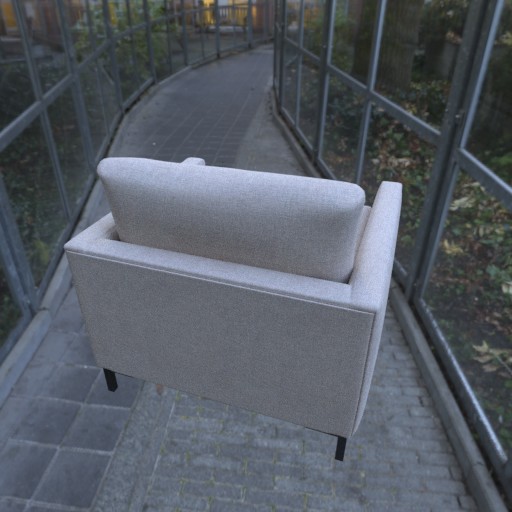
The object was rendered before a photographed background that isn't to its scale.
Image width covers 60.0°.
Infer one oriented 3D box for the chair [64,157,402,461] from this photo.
[{"bbox_3d":[0.000,0.000,1.637,0.963,0.861,0.866,10,33,16],"label":"chair"}]
